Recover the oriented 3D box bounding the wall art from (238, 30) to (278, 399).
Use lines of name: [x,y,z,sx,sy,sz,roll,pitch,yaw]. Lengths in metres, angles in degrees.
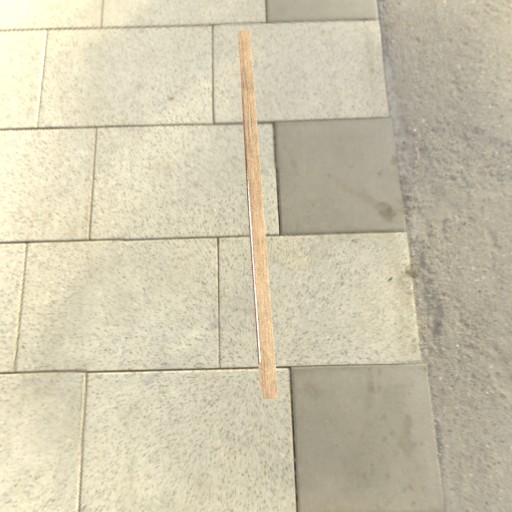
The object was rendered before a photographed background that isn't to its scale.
wall art: [0.000,0.000,0.940,0.018,0.686,0.534,-4,76,-1]
